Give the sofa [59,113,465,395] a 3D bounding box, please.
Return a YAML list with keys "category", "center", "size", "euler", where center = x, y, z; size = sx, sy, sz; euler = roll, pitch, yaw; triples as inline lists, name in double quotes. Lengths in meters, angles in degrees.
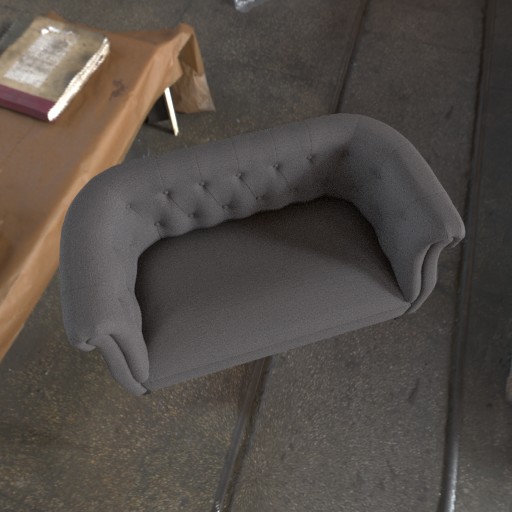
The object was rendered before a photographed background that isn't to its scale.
- category: "sofa"
  center: [0.000, 0.000, 2.061]
  size: [1.558, 0.827, 0.835]
  euler: [-15, 65, -7]
